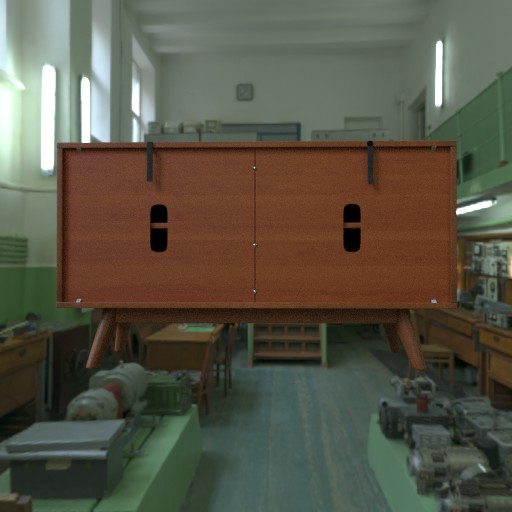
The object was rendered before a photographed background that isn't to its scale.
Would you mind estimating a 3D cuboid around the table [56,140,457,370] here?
[{"bbox_3d":[0.000,0.000,1.496,1.220,0.698,0.308,0,0,1],"label":"table"}]
